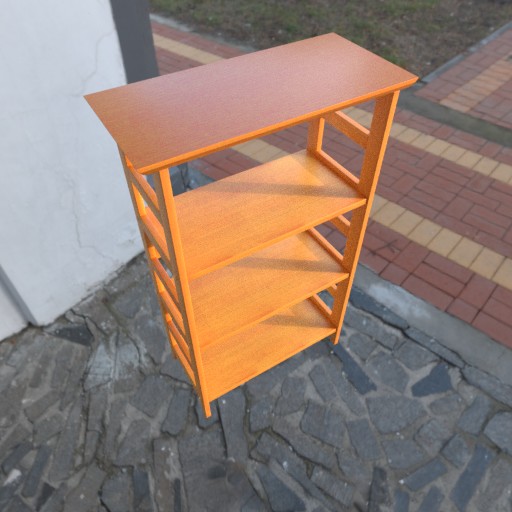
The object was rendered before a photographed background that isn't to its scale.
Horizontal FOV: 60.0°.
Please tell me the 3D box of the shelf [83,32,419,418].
[{"bbox_3d":[0.000,0.000,1.342,0.660,1.067,0.305,-24,51,-21],"label":"shelf"}]
